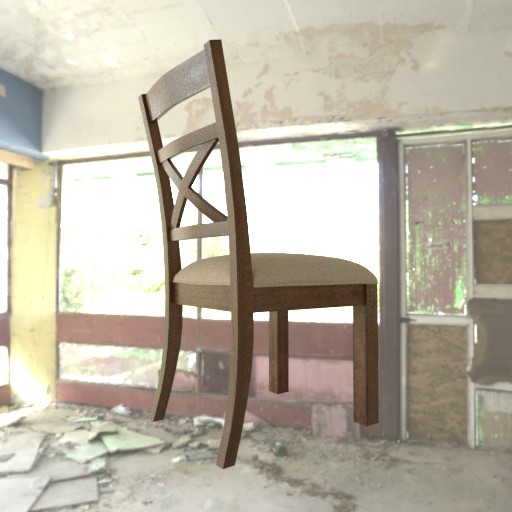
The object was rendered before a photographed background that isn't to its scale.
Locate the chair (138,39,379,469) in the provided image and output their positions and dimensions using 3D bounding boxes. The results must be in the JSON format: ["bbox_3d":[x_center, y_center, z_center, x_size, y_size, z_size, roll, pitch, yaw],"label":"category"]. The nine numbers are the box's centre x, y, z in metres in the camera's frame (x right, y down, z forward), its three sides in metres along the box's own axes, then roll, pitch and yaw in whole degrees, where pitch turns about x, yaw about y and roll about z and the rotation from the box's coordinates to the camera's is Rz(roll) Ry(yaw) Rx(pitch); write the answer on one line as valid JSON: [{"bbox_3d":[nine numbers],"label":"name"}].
[{"bbox_3d":[0.000,0.000,1.286,0.581,0.949,0.461,1,-2,-37],"label":"chair"}]
